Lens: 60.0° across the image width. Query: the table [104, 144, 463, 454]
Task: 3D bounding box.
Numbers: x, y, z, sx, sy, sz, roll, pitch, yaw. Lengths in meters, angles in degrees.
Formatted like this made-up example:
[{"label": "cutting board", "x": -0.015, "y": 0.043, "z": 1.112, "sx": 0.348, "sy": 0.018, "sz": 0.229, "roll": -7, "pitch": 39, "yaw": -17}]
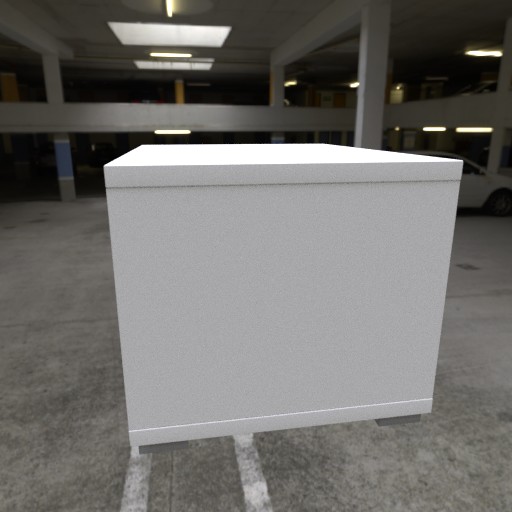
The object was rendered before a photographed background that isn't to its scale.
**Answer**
[{"label": "table", "x": 0.000, "y": 0.000, "z": 0.772, "sx": 0.399, "sy": 0.357, "sz": 0.517, "roll": -3, "pitch": 16, "yaw": -9}]
